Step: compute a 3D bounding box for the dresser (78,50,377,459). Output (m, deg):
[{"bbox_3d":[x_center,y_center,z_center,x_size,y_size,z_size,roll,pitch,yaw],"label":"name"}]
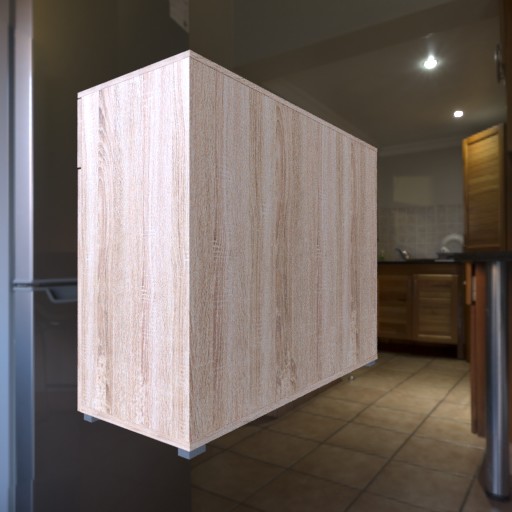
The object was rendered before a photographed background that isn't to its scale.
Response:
[{"bbox_3d":[0.000,0.000,1.544,0.450,0.900,1.100,0,0,36],"label":"dresser"}]
